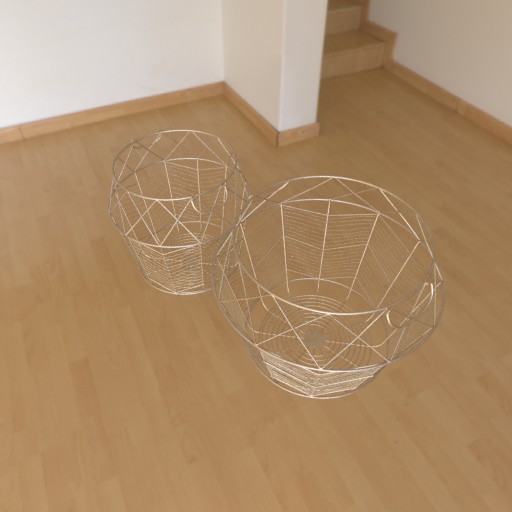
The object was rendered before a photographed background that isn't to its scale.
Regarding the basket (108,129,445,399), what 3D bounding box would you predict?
[{"bbox_3d":[0.000,0.000,1.006,0.805,0.343,0.451,30,53,26],"label":"basket"}]
